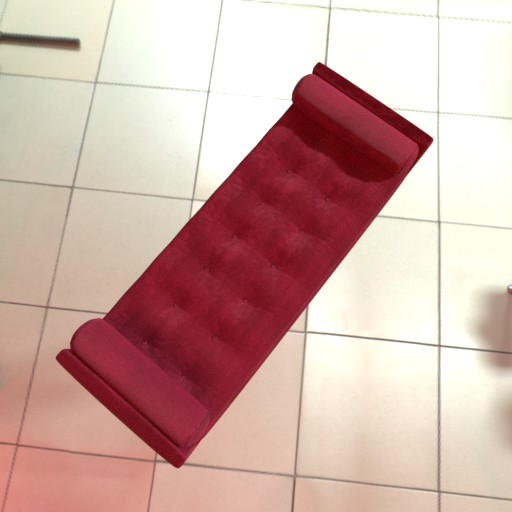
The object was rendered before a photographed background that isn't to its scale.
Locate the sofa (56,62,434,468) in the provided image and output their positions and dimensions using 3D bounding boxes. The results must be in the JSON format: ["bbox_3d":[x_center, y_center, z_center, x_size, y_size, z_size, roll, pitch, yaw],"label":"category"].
[{"bbox_3d":[0.000,0.000,2.496,0.796,0.705,2.102,38,79,9],"label":"sofa"}]
